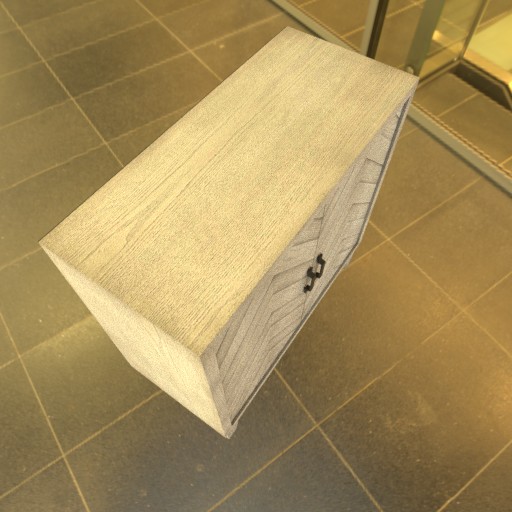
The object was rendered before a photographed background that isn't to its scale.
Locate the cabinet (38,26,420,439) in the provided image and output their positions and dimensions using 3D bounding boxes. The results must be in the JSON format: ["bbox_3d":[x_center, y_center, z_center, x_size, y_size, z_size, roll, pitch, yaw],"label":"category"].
[{"bbox_3d":[0.000,0.000,1.202,0.370,0.787,0.781,31,63,18],"label":"cabinet"}]
